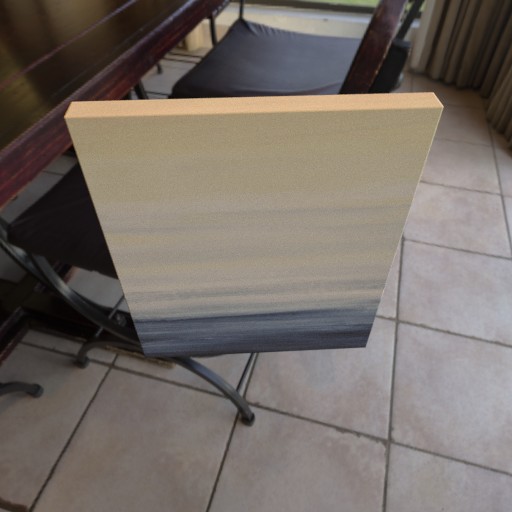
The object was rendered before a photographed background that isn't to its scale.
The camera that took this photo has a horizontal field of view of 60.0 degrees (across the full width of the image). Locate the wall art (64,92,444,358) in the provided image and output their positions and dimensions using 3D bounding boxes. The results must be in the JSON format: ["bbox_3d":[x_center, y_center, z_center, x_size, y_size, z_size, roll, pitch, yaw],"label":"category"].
[{"bbox_3d":[0.000,0.000,0.703,0.435,0.511,0.037,-2,46,-2],"label":"wall art"}]
